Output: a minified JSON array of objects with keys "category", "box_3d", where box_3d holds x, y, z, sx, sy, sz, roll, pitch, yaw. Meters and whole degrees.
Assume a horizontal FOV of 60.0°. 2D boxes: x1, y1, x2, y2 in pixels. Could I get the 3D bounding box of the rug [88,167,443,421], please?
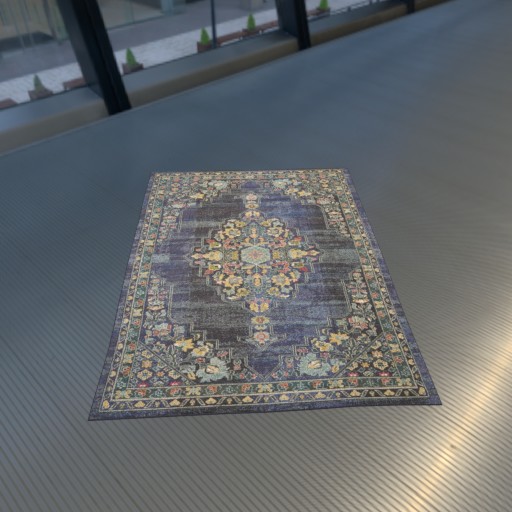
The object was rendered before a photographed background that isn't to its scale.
[{"category":"rug","box_3d":[0.000,0.000,4.725,2.716,0.035,3.612,-2,41,-2]}]
